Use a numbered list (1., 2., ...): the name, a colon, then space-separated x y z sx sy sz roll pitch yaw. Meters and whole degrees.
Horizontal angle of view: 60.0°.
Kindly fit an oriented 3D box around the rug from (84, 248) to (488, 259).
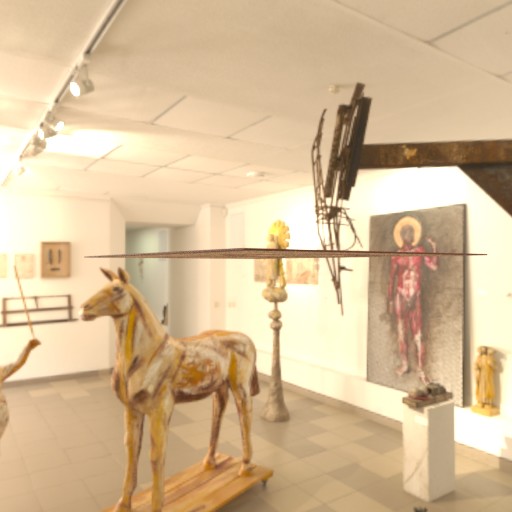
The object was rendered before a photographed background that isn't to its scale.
1. rug: 0.000 0.000 4.249 2.381 0.013 3.197 1 -1 -35
